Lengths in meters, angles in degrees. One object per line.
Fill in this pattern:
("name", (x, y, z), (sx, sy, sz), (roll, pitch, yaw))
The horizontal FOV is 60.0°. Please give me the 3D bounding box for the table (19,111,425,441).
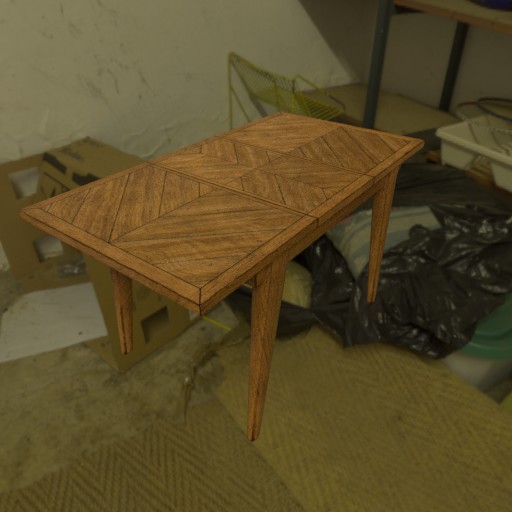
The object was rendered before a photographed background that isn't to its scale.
("table", (0.000, 0.000, 1.834), (0.757, 0.760, 1.400), (22, 39, 31))
